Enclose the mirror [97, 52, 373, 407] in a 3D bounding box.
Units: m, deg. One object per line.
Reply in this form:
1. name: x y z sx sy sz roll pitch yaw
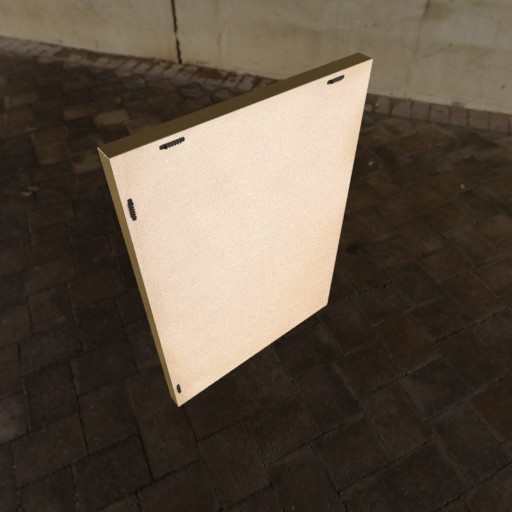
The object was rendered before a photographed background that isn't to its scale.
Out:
1. mirror: 0.000 0.000 0.942 0.507 0.710 0.040 -30 53 -26
